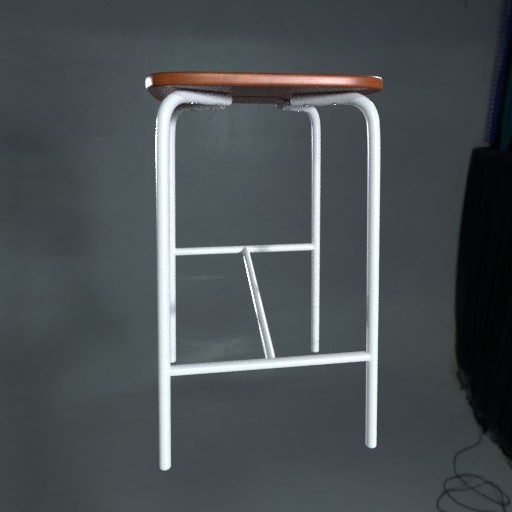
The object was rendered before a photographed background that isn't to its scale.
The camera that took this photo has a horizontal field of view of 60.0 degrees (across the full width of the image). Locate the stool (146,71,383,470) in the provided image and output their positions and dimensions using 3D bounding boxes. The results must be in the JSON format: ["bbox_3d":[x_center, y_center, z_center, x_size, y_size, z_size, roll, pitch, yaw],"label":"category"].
[{"bbox_3d":[0.000,0.000,0.848,0.376,0.610,0.376,-2,16,-8],"label":"stool"}]
